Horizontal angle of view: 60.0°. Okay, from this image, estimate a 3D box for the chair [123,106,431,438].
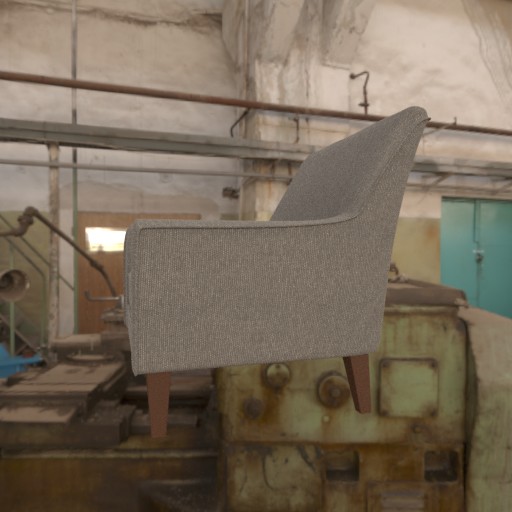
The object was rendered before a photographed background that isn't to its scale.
[{"bbox_3d":[0.000,0.000,1.584,0.899,0.919,0.780,0,2,-17],"label":"chair"}]
